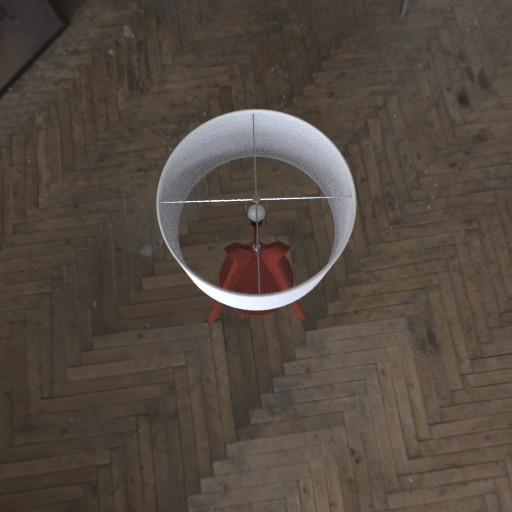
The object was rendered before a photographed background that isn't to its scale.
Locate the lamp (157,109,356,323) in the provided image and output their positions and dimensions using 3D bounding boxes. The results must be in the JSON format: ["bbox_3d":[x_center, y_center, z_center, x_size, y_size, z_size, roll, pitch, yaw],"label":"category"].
[{"bbox_3d":[0.000,0.000,1.771,0.539,1.472,0.542,-2,77,0],"label":"lamp"}]
